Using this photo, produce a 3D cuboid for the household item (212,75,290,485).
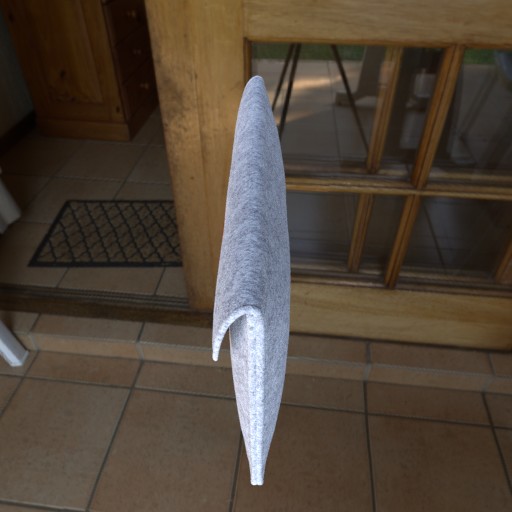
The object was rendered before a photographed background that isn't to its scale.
[{"bbox_3d":[0.000,0.000,0.420,0.057,0.221,0.335,1,41,1],"label":"household item"}]
